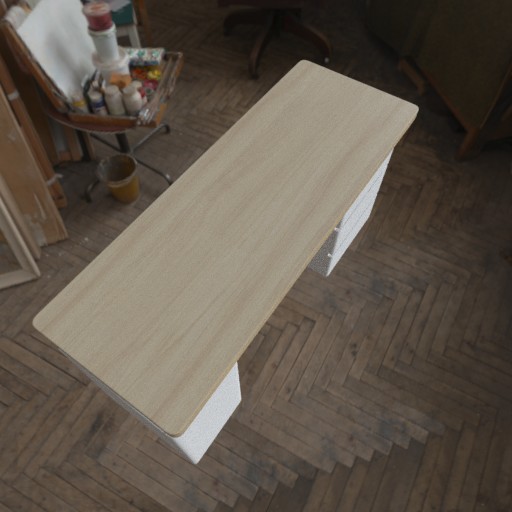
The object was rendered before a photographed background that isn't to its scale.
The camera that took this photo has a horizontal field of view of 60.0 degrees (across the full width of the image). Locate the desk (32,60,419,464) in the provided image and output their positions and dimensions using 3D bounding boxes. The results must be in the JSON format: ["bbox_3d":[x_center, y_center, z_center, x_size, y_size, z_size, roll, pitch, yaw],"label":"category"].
[{"bbox_3d":[0.000,0.000,1.833,0.550,0.755,1.500,31,63,17],"label":"desk"}]
